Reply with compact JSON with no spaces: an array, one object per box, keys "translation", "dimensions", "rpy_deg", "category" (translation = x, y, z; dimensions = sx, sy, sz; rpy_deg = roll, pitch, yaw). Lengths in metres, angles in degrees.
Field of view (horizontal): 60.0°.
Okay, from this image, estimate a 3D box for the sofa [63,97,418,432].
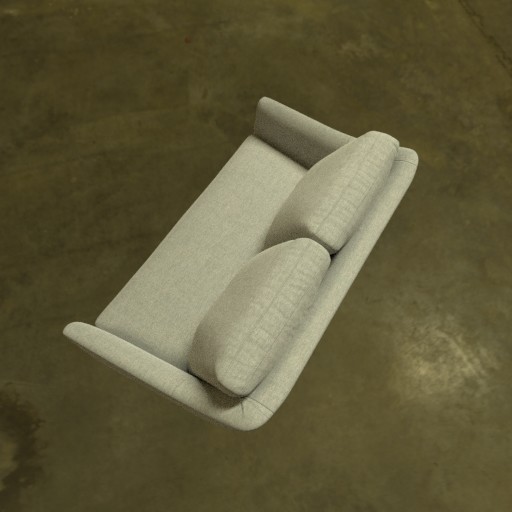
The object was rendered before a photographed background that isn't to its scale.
[{"translation":[0.000,0.000,2.187],"dimensions":[0.960,0.904,1.619],"rpy_deg":[29,67,14],"category":"sofa"}]
